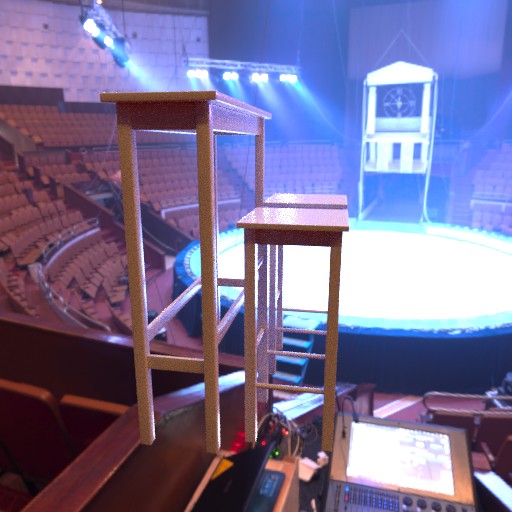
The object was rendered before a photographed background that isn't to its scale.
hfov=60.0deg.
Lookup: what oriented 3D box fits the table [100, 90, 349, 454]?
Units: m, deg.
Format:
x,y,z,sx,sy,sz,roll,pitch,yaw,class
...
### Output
x,y,z,sx,sy,sz,roll,pitch,yaw,class
0.000,0.000,1.650,0.650,1.065,0.915,3,15,10,table
